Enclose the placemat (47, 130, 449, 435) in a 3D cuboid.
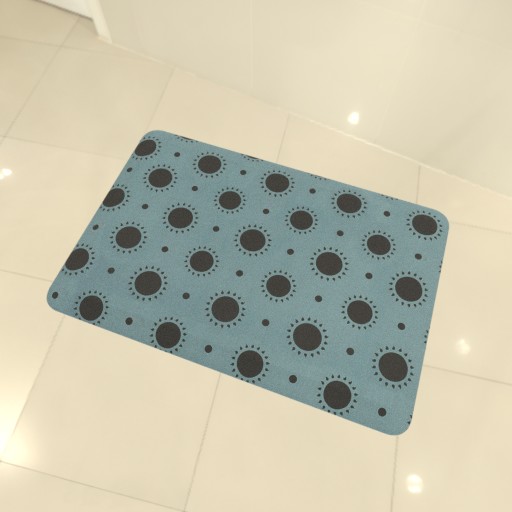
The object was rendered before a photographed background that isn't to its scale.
[{"bbox_3d":[0.000,0.000,0.952,0.762,0.021,0.508,18,65,9],"label":"placemat"}]
